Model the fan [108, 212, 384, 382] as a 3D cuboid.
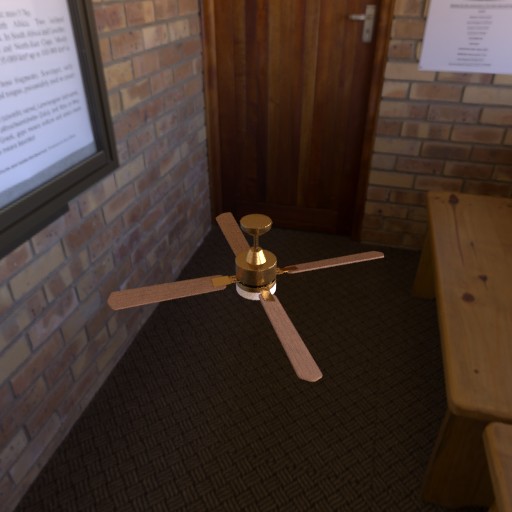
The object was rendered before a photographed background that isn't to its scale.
[{"bbox_3d":[0.000,0.000,1.992,1.320,0.355,1.320,-9,33,-15],"label":"fan"}]
